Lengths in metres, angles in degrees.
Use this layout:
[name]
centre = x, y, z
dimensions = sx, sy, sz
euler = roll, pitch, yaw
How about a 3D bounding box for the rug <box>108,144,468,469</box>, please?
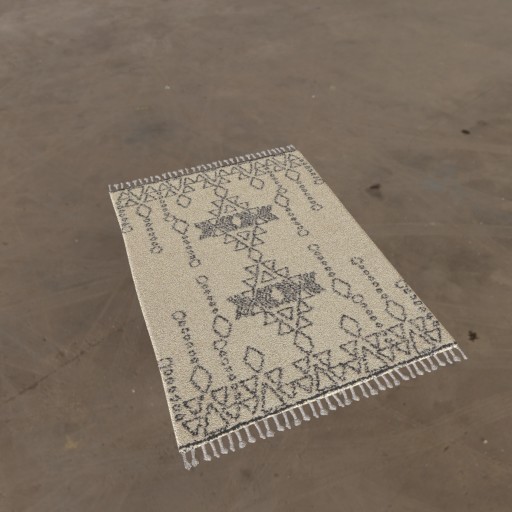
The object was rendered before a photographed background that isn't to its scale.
[rug]
centre = 0.000, 0.000, 3.909
dimensions = 2.125, 0.028, 3.027
euler = -16, 49, -15
